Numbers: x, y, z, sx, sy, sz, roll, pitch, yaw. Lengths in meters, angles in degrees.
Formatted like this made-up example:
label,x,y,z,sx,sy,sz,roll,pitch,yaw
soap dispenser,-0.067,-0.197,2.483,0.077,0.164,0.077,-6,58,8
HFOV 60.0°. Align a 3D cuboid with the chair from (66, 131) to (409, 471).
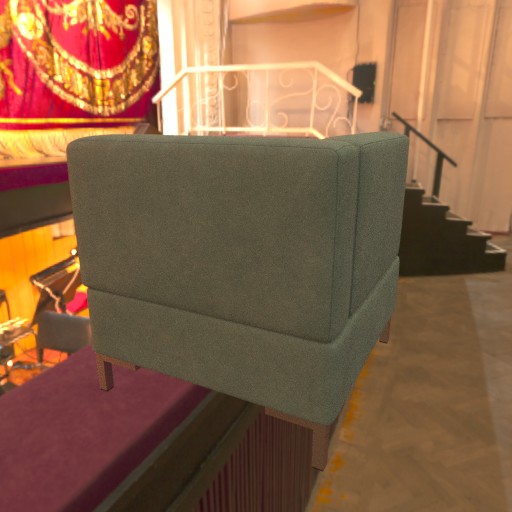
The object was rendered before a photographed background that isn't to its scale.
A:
label,x,y,z,sx,sy,sz,roll,pitch,yaw
chair,0.000,0.000,1.224,0.680,0.660,0.680,9,19,26
